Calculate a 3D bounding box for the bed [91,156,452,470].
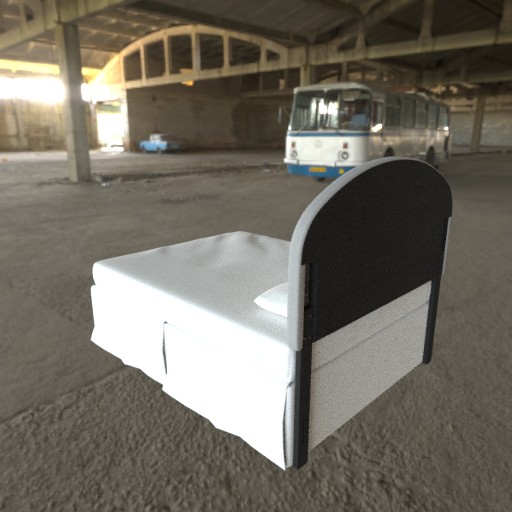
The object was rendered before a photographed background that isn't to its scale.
[{"bbox_3d":[0.000,0.000,3.053,2.005,1.410,1.607,15,22,43],"label":"bed"}]
